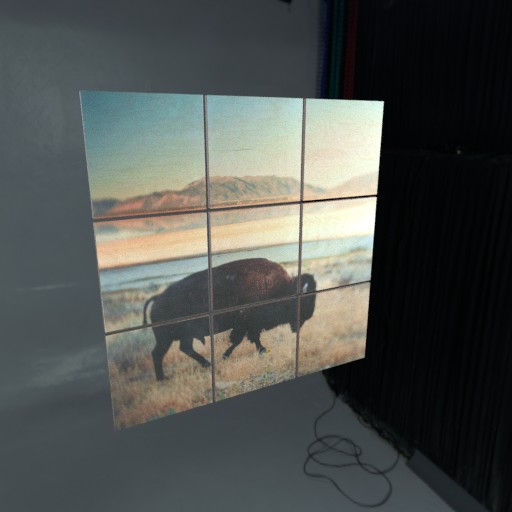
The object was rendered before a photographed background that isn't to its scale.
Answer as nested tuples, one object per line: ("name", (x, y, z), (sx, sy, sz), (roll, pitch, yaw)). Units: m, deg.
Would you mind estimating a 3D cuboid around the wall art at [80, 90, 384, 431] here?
("wall art", (0.000, 0.000, 1.335), (0.906, 0.904, 0.018), (-8, 18, -27))
